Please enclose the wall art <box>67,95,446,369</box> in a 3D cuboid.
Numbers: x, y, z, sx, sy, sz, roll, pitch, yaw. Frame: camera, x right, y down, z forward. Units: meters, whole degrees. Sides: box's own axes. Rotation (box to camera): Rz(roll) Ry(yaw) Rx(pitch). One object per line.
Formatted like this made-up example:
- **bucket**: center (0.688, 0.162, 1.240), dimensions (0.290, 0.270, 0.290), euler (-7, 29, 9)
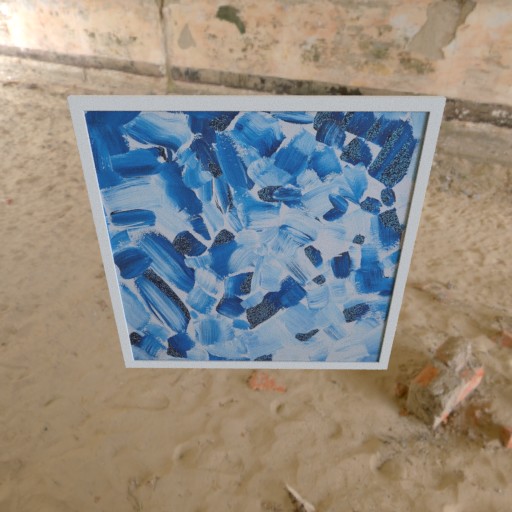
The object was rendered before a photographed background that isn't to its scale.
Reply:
- **wall art**: center (0.000, 0.000, 0.660), dimensions (0.457, 0.457, 0.012), euler (0, 32, 0)
